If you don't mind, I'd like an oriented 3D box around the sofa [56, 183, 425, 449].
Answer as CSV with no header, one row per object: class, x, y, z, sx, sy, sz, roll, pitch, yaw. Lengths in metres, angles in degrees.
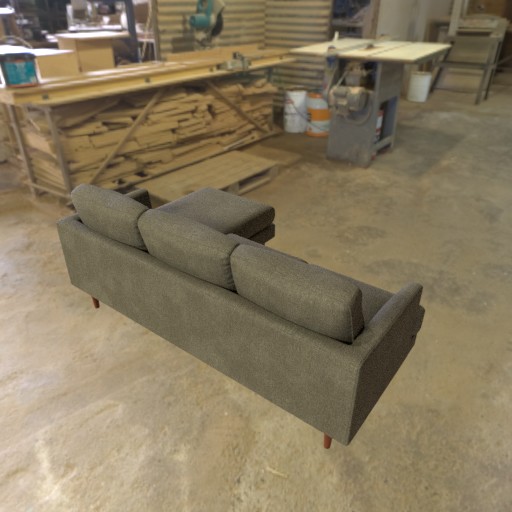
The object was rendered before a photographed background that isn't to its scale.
sofa,0.000,0.000,2.992,2.233,0.956,1.504,21,37,31
